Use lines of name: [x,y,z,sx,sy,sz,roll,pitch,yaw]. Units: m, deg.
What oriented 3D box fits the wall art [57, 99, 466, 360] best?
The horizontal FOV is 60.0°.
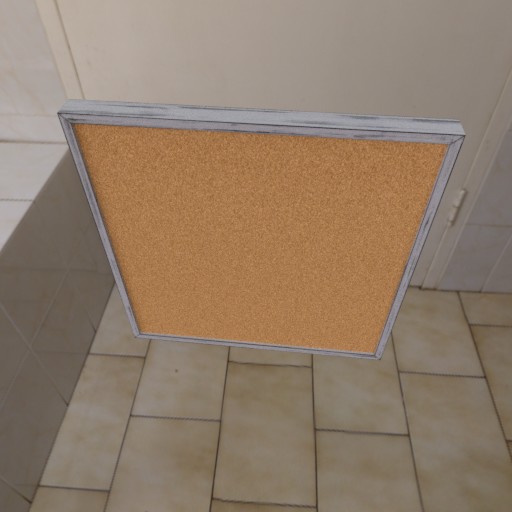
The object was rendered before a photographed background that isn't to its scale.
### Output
wall art: [0.000,0.000,0.739,0.506,0.506,0.038,4,46,4]
